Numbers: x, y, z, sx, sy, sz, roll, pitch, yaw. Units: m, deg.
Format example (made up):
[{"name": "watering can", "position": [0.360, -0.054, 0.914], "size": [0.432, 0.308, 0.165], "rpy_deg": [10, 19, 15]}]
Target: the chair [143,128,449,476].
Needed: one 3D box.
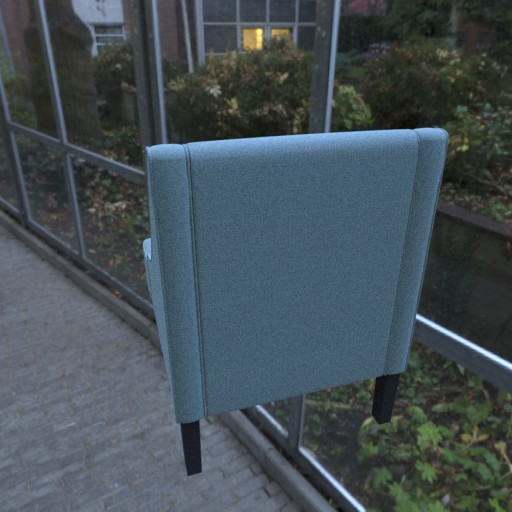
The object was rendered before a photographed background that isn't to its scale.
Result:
[{"name": "chair", "position": [0.000, 0.000, 1.820], "size": [0.857, 1.133, 1.025], "rpy_deg": [-8, 27, -16]}]
